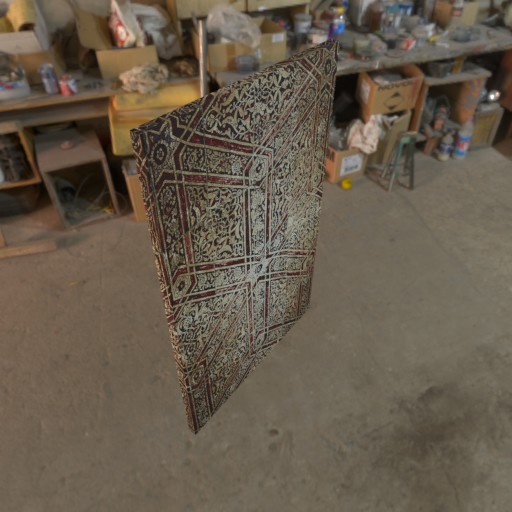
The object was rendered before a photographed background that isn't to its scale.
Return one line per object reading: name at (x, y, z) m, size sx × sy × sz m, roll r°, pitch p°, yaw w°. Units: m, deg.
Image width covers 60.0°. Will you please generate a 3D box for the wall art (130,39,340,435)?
wall art at (0.000, 0.000, 1.137) m, size 0.030 × 0.904 × 0.599 m, roll 26°, pitch 48°, yaw 27°
